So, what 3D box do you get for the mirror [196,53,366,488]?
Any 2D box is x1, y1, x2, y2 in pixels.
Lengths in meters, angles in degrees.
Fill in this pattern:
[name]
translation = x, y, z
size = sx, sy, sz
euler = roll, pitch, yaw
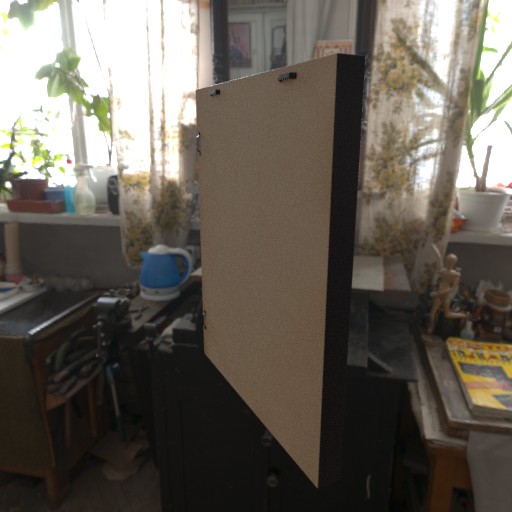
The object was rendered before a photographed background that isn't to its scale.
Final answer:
[mirror]
translation = 0.000, 0.000, 0.674
size = 0.041, 0.508, 0.405
euler = -8, 17, -26
